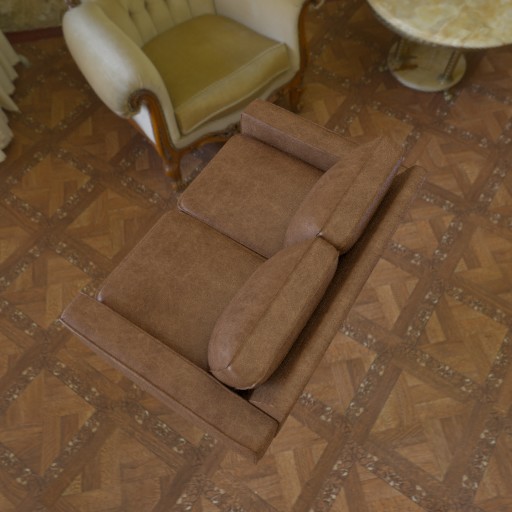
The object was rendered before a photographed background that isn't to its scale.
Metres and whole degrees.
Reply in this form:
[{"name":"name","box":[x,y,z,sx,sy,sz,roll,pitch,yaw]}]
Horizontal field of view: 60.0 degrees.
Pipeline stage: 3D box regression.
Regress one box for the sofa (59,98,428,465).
[{"name":"sofa","box":[0.000,0.000,2.115,1.020,0.896,1.532,30,66,15]}]
